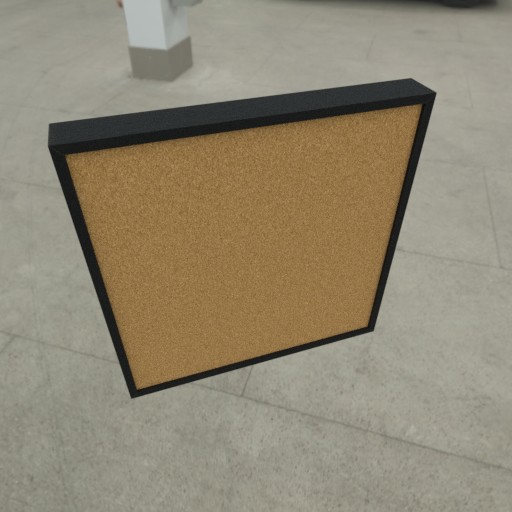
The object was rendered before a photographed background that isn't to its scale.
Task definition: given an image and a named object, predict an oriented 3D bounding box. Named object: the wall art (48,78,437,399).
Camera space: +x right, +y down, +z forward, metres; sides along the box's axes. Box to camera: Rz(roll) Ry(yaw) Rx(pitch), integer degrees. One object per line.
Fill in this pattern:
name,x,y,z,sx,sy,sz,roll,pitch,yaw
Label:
wall art,0.000,0.000,0.444,0.305,0.305,0.037,-12,42,-14
